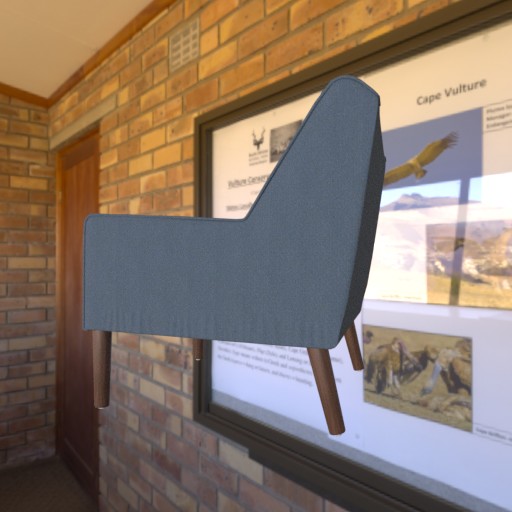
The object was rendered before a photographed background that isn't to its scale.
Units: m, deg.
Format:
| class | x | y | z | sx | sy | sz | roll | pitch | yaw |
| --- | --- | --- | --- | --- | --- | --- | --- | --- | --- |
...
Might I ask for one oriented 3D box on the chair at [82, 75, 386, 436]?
| class | x | y | z | sx | sy | sz | roll | pitch | yaw |
| --- | --- | --- | --- | --- | --- | --- | --- | --- | --- |
| chair | 0.000 | 0.000 | 1.317 | 0.733 | 0.780 | 0.663 | 0 | -1 | 18 |
